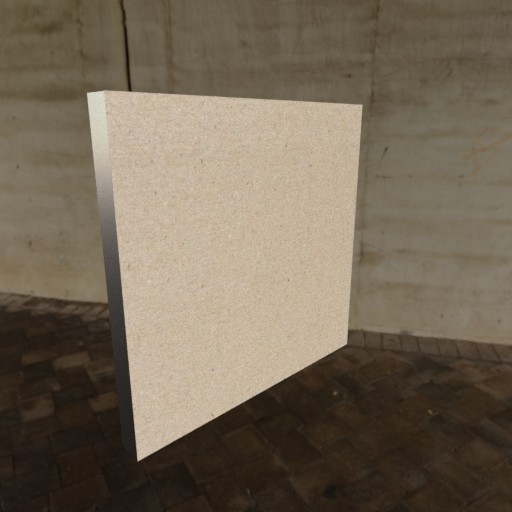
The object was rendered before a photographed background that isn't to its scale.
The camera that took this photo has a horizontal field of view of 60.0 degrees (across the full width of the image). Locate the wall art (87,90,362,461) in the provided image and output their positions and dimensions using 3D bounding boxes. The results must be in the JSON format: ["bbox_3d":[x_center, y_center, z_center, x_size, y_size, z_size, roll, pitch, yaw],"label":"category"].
[{"bbox_3d":[0.000,0.000,0.478,0.327,0.318,0.029,-15,22,-42],"label":"wall art"}]
